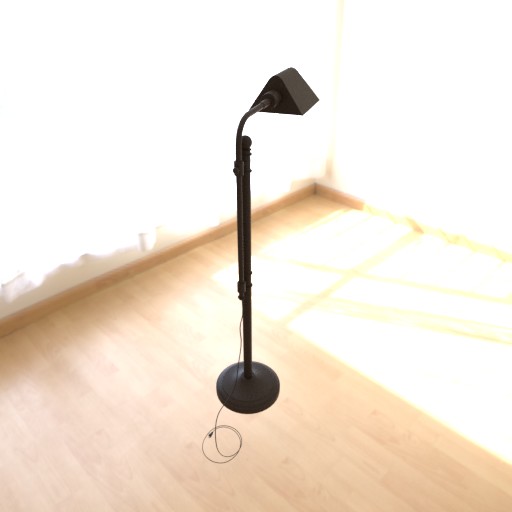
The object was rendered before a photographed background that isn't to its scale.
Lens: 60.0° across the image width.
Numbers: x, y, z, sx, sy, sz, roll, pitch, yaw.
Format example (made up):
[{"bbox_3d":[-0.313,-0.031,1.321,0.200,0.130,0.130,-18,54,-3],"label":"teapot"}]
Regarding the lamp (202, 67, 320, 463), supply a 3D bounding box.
[{"bbox_3d":[0.000,0.000,0.972,0.159,0.708,0.545,11,33,17],"label":"lamp"}]
